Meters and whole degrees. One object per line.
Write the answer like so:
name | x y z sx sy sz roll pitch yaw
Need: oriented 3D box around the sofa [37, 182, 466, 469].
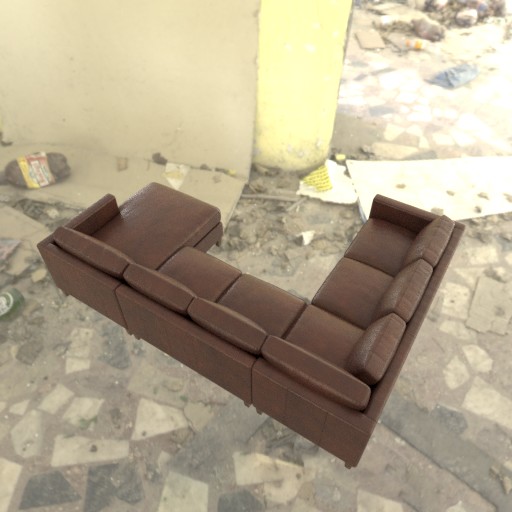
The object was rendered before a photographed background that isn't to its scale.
sofa | 0.000 0.000 4.433 3.324 0.891 2.452 25 51 22
